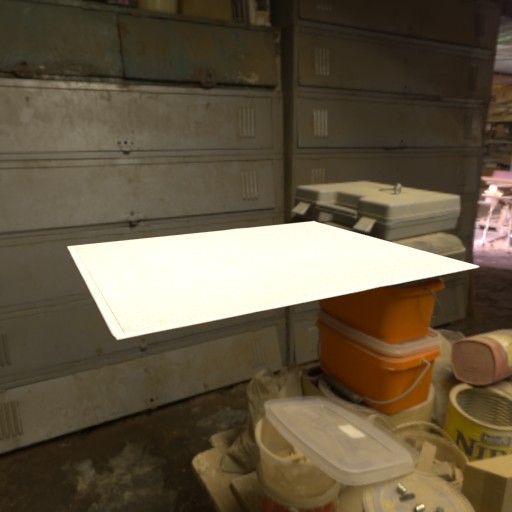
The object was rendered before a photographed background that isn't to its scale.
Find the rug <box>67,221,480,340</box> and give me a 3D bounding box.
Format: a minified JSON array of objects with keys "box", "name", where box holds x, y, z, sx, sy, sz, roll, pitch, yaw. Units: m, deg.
[{"box":[0.000,0.000,4.086,3.009,0.019,2.423,-8,17,-27],"name":"rug"}]
